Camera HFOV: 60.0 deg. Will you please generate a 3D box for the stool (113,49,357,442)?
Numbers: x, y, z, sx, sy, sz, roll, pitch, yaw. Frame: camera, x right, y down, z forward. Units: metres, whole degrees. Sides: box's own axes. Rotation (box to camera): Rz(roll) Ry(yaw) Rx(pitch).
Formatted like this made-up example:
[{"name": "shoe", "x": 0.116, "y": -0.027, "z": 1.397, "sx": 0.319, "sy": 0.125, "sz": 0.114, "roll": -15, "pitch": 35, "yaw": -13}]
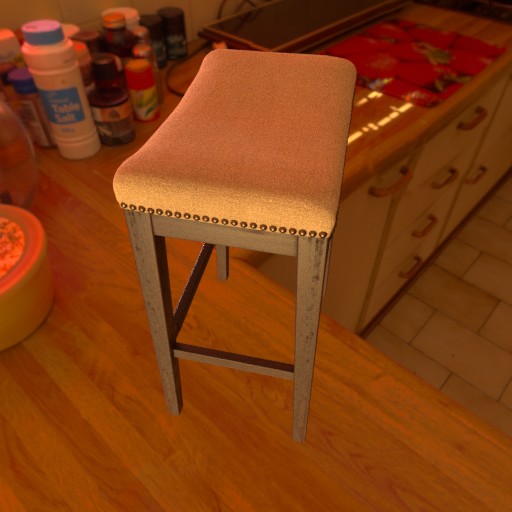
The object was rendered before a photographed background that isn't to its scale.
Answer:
[{"name": "stool", "x": 0.000, "y": 0.000, "z": 1.043, "sx": 0.363, "sy": 0.768, "sz": 0.509, "roll": 9, "pitch": 46, "yaw": 9}]
